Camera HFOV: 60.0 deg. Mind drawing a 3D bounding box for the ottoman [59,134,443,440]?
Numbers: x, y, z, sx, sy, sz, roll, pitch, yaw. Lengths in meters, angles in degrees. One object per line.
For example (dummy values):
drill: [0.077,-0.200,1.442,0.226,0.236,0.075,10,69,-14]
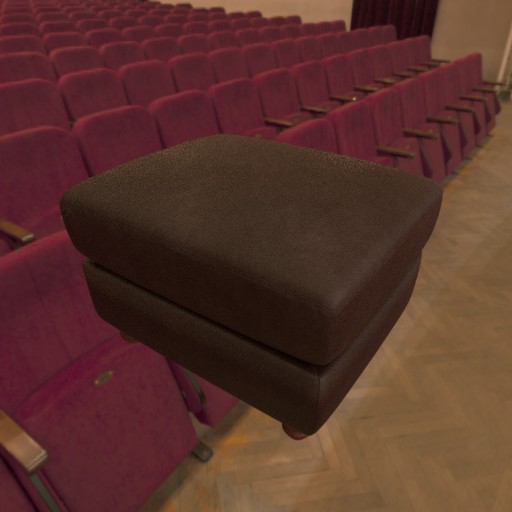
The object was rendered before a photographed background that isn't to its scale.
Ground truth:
ottoman: [0.000,0.000,1.249,0.806,0.569,0.670,20,36,30]
